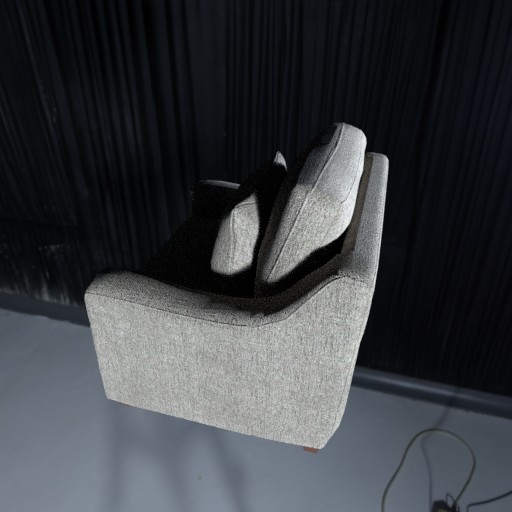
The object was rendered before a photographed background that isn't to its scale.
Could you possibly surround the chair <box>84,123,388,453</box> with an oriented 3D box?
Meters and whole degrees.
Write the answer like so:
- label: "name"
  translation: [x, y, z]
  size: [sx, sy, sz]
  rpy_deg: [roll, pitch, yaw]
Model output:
- label: "chair"
  translation: [0.000, 0.000, 1.955]
  size: [1.009, 1.037, 1.138]
  rpy_deg: [9, 32, 14]
